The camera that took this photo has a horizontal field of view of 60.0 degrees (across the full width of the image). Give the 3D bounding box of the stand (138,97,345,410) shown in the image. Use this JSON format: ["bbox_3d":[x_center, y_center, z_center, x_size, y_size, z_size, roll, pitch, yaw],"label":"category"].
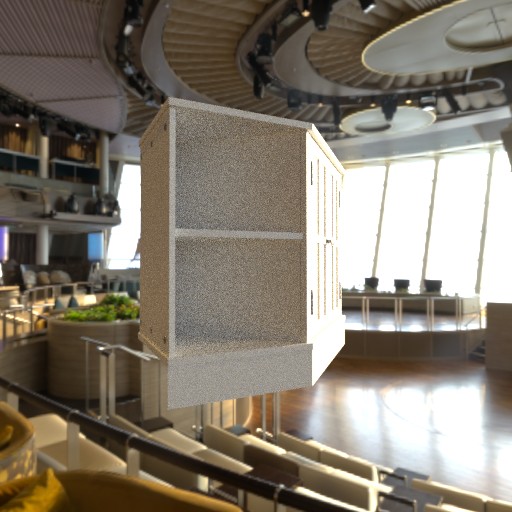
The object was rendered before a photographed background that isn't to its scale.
[{"bbox_3d":[0.000,0.000,1.373,0.477,0.614,1.072,0,-1,19],"label":"stand"}]
